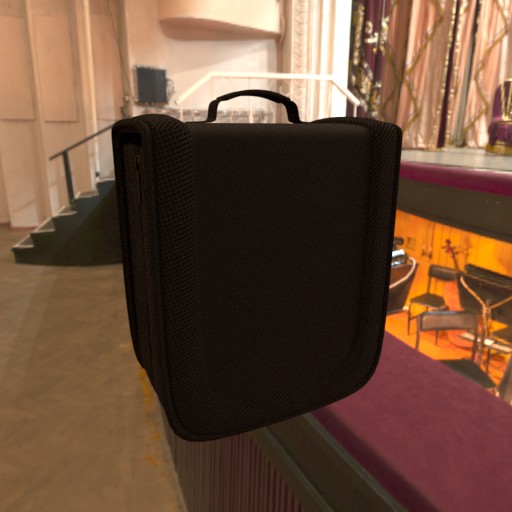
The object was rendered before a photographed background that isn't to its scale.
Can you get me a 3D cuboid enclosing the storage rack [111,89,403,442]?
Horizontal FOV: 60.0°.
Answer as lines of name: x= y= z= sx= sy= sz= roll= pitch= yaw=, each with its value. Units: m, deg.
storage rack: x=0.000 y=0.000 z=0.551 sx=0.297 sy=0.387 sz=0.168 roll=-8 pitch=18 yaw=-26
